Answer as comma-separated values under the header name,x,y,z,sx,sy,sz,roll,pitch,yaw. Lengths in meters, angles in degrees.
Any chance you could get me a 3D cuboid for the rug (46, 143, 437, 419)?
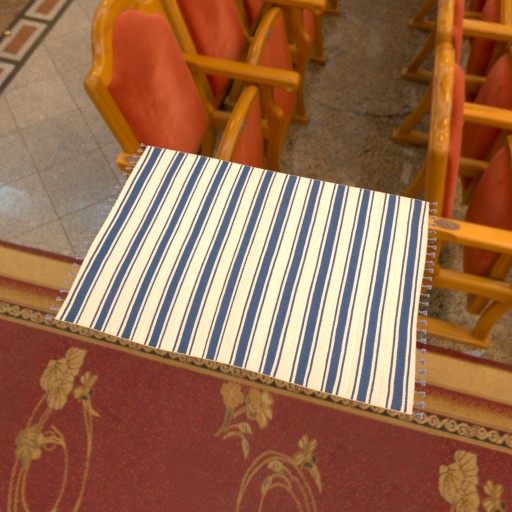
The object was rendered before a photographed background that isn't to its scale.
name,x,y,z,sx,sy,sz,roll,pitch,yaw
rug,0.000,0.000,2.956,2.315,0.010,1.544,13,59,8
